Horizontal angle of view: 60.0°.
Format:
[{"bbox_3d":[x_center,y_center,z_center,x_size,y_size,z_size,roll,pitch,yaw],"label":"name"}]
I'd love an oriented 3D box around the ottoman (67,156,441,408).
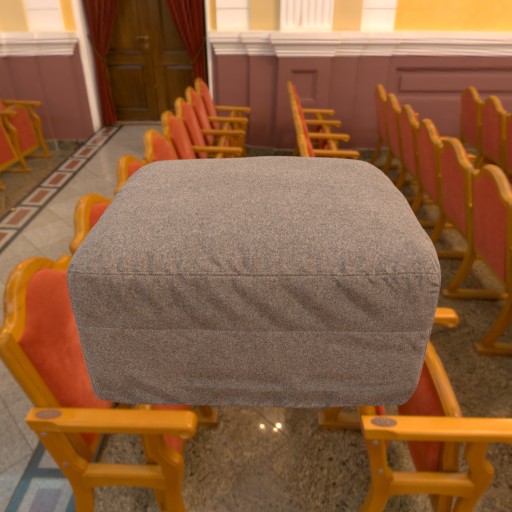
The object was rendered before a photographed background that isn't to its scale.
[{"bbox_3d":[0.000,0.000,1.261,0.837,0.481,0.683,1,30,1],"label":"ottoman"}]
